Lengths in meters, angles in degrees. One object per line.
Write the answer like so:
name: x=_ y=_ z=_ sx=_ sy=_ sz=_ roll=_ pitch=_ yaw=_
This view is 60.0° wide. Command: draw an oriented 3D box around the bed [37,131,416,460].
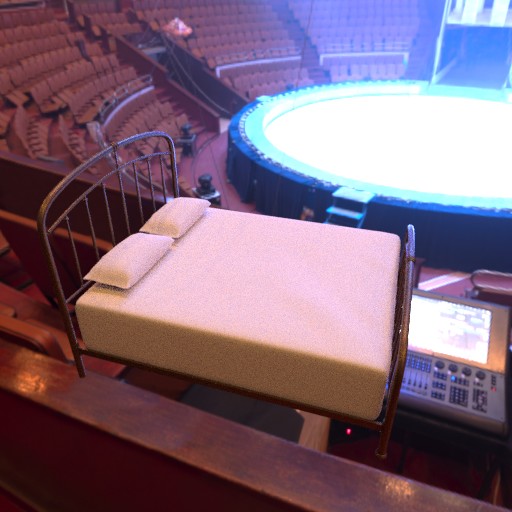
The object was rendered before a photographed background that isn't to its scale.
bed: x=0.000 y=0.000 z=3.222 sx=2.168 sy=1.475 sz=1.711 roll=10 pitch=33 yaw=15
